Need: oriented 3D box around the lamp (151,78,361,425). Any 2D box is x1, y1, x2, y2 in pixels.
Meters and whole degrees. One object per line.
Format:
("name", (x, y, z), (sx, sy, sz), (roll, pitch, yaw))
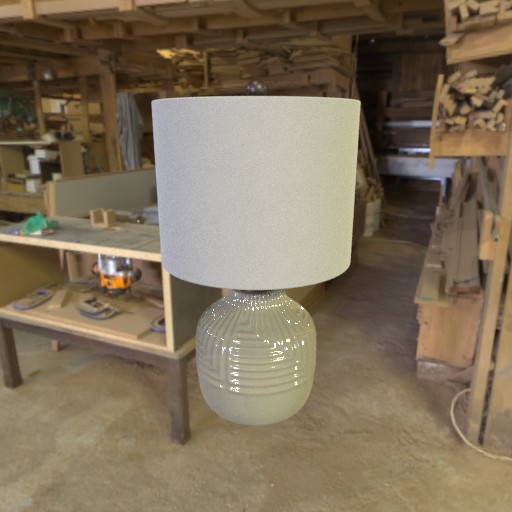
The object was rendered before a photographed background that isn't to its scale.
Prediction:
("lamp", (0.000, 0.000, 0.761), (0.318, 0.567, 0.318), (0, 17, 0))
